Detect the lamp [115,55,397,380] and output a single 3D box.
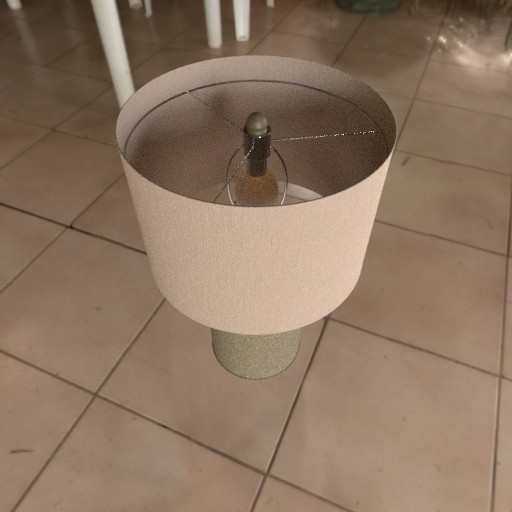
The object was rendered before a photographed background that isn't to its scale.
[{"bbox_3d":[0.000,0.000,0.687,0.318,0.486,0.318,0,48,0],"label":"lamp"}]
